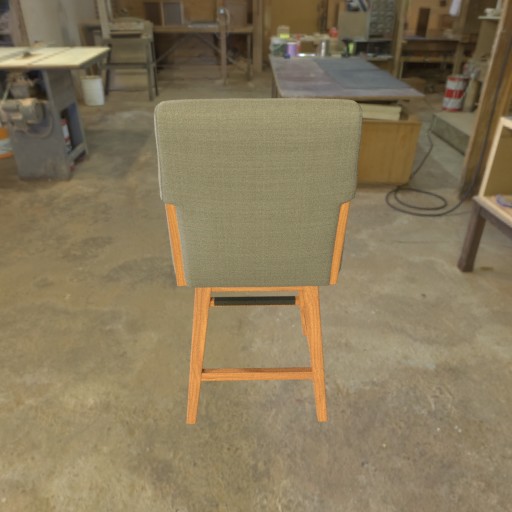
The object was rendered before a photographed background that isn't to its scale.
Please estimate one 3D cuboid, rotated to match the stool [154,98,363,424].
[{"bbox_3d":[0.000,0.000,1.360,0.459,1.019,0.570,-1,30,-1],"label":"stool"}]
